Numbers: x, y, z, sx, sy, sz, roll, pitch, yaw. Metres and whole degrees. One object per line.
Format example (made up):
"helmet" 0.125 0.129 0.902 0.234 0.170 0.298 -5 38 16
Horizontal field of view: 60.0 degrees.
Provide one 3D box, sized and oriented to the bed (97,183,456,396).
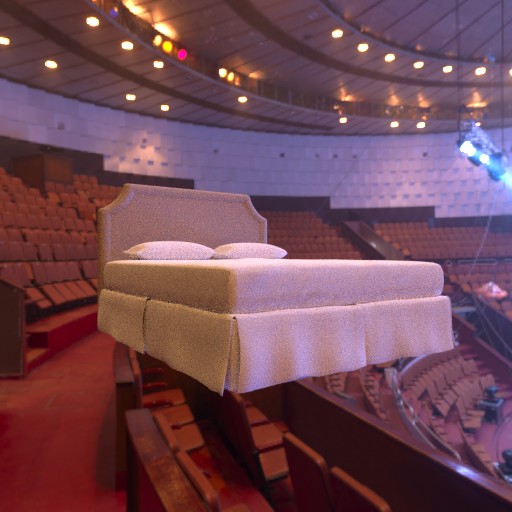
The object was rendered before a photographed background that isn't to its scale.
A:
"bed" 0.000 0.000 4.233 2.350 1.590 2.773 0 0 -35
